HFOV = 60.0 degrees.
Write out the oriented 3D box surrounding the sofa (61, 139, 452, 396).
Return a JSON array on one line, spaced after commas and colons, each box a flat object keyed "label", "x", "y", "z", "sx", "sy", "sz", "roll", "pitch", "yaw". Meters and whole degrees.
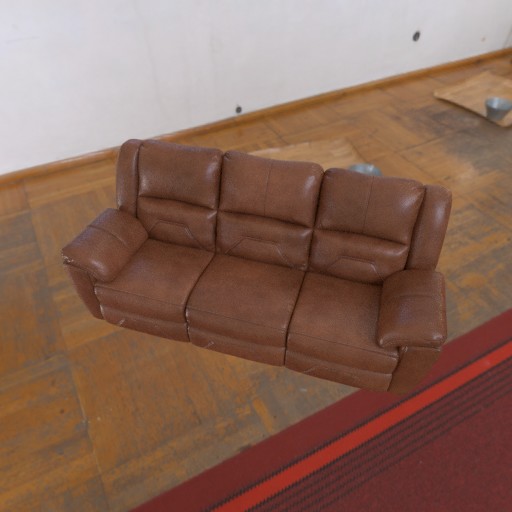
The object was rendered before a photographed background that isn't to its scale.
[{"label": "sofa", "x": 0.000, "y": 0.000, "z": 2.902, "sx": 2.337, "sy": 1.043, "sz": 0.991, "roll": 12, "pitch": 44, "yaw": 12}]
